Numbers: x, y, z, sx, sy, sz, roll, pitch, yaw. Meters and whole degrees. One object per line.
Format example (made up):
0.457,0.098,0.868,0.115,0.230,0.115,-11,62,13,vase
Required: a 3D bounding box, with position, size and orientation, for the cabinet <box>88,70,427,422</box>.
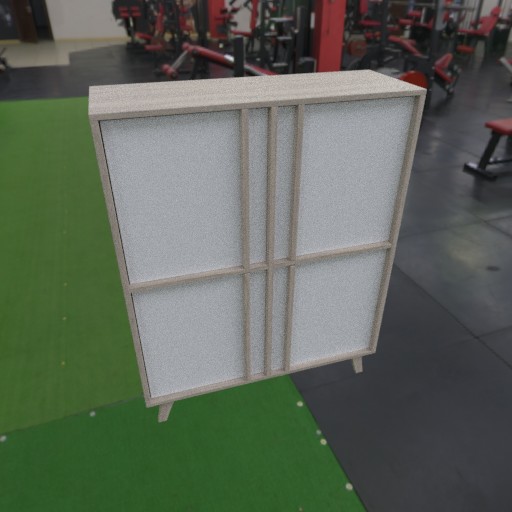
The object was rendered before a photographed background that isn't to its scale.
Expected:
0.000,0.000,1.916,1.111,1.388,0.398,-9,33,-15,cabinet
